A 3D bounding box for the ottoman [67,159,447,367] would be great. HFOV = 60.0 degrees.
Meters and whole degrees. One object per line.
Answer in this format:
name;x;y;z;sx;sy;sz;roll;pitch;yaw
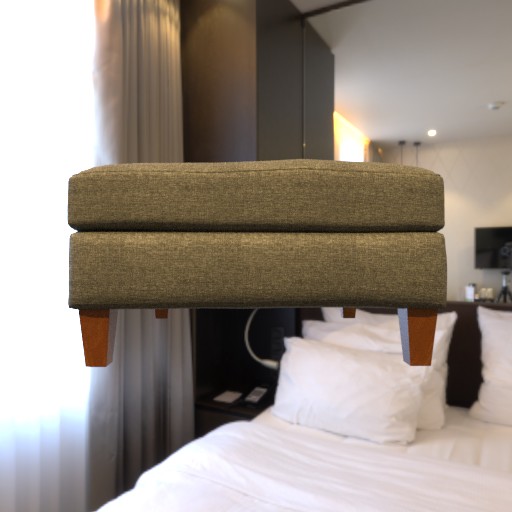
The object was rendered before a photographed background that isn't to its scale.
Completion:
ottoman;0.000;0.000;1.353;0.838;0.481;0.838;0;0;-1
